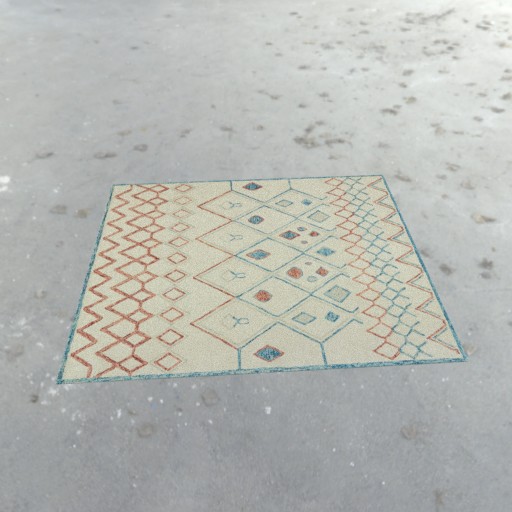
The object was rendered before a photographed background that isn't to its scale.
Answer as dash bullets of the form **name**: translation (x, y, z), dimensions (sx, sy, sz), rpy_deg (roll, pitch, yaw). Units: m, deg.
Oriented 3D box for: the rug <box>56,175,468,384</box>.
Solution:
- **rug**: translation (0.000, 0.000, 4.124), dimensions (3.050, 0.016, 2.441), rpy_deg (-3, 45, -3)
